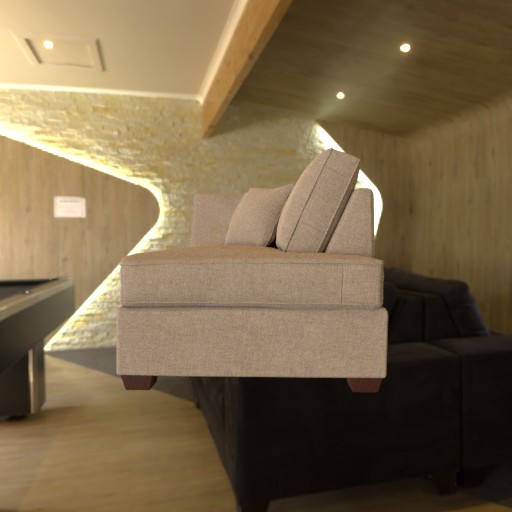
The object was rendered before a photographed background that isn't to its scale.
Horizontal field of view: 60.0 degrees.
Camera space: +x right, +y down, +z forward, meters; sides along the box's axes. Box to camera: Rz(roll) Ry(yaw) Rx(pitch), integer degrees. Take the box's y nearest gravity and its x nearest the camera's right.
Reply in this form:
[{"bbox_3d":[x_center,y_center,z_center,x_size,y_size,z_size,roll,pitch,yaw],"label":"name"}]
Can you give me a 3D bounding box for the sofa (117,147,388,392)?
[{"bbox_3d":[0.000,0.000,2.799,1.110,1.019,2.238,0,1,1],"label":"sofa"}]
